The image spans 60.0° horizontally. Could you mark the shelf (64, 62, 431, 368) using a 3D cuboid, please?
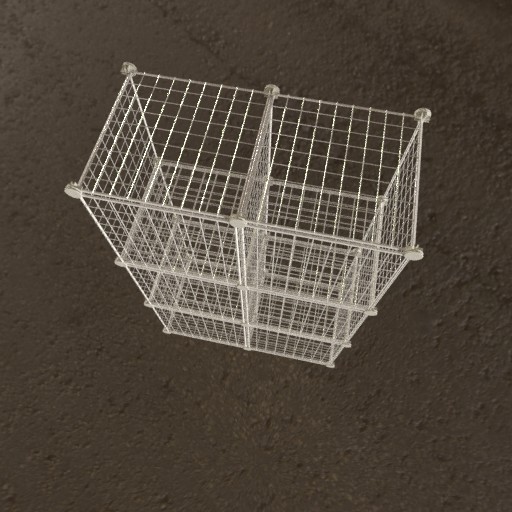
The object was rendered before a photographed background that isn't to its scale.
[{"bbox_3d":[0.000,0.000,1.402,0.711,1.067,0.356,11,65,5],"label":"shelf"}]
